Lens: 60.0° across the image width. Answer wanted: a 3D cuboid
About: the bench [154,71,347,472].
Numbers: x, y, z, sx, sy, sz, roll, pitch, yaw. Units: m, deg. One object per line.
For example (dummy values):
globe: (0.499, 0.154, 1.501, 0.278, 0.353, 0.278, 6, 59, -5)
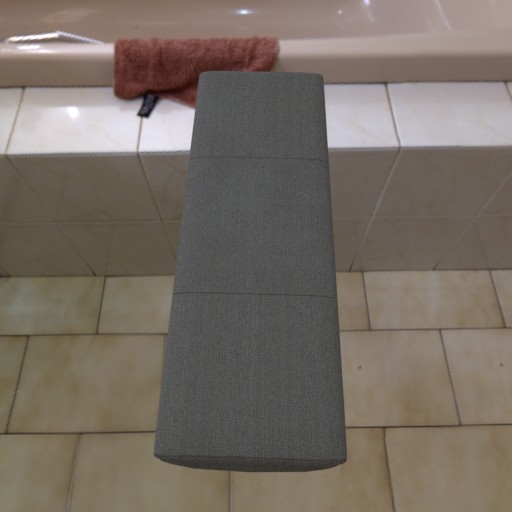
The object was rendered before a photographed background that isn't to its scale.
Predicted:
bench: (0.000, 0.000, 1.451, 0.446, 0.438, 1.269, 1, 62, 1)
